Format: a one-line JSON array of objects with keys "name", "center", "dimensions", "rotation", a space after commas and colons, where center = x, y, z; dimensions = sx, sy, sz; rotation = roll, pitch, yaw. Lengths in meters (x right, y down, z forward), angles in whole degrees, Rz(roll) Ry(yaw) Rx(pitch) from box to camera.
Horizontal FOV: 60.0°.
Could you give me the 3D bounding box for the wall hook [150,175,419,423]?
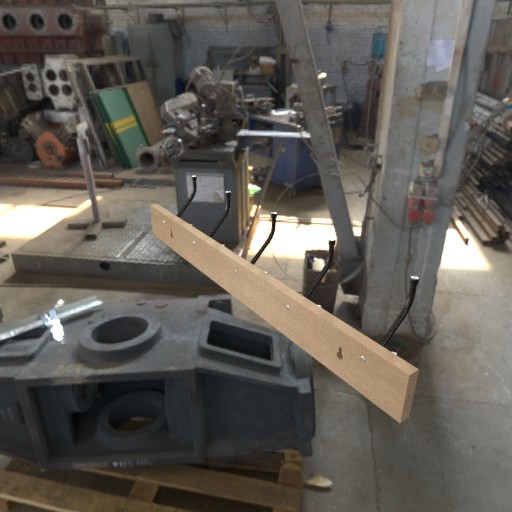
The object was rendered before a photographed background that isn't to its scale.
[{"name": "wall hook", "center": [0.000, 0.000, 0.629], "dimensions": [0.071, 0.117, 0.571], "rotation": [-18, 31, -32]}]
